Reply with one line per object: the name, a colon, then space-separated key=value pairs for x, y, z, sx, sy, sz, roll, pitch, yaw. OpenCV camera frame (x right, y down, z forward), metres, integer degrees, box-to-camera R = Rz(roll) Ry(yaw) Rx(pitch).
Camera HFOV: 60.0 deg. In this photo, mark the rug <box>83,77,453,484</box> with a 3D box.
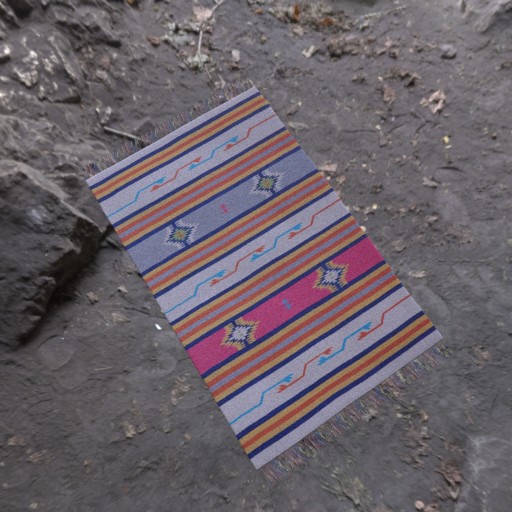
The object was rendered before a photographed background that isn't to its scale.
rug: x=0.000 y=0.000 z=2.253 sx=1.084 sy=0.013 sz=1.849 roll=-32 pitch=77 yaw=-8
